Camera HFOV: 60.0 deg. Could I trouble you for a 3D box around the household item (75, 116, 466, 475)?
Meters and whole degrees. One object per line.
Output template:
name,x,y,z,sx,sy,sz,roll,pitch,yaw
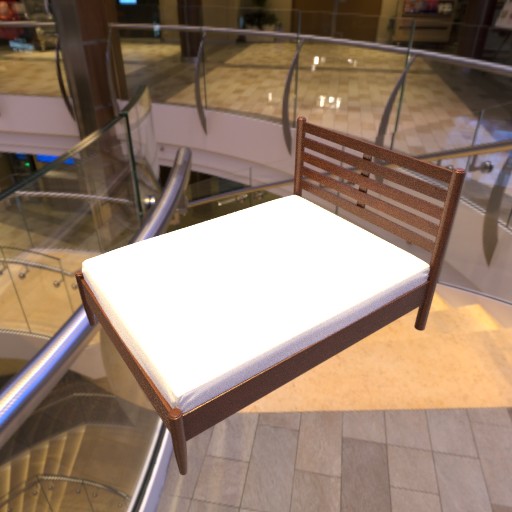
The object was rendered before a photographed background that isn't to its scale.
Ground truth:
household item,0.000,0.000,3.268,2.232,1.356,1.663,-21,38,-30
